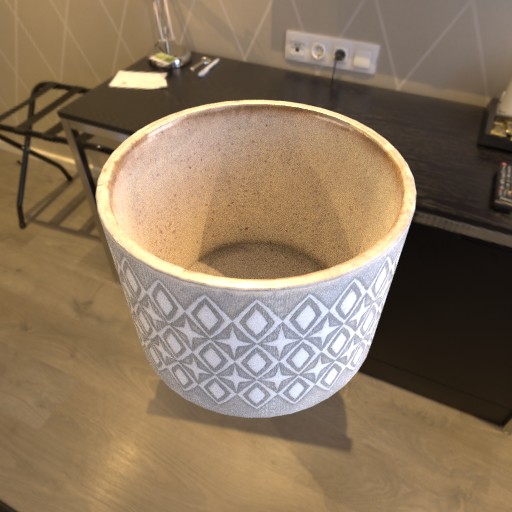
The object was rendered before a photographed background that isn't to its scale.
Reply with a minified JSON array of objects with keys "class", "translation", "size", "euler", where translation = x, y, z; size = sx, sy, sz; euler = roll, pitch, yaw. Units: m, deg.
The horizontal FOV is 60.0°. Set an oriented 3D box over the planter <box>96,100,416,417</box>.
[{"class":"planter","translation":[0.000,0.000,0.316],"size":[0.186,0.144,0.186],"euler":[0,45,0]}]
